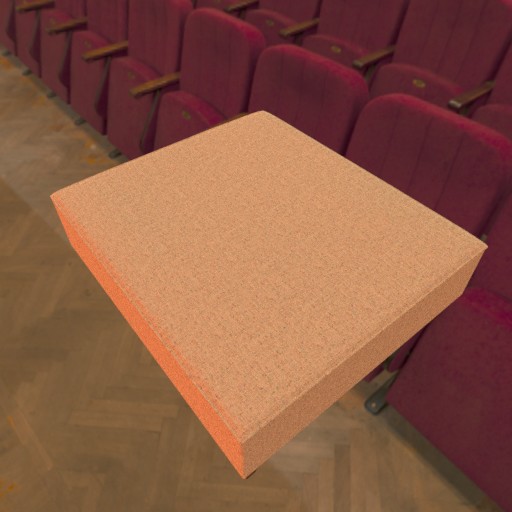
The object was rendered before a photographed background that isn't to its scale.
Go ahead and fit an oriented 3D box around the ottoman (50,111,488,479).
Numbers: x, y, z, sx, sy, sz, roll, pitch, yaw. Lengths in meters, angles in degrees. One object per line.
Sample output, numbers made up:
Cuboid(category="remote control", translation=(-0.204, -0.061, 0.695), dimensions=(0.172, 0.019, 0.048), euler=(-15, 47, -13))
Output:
Cuboid(category="ottoman", translation=(0.000, 0.000, 1.201), dimensions=(0.736, 0.303, 0.835), euler=(-30, 53, -26))
